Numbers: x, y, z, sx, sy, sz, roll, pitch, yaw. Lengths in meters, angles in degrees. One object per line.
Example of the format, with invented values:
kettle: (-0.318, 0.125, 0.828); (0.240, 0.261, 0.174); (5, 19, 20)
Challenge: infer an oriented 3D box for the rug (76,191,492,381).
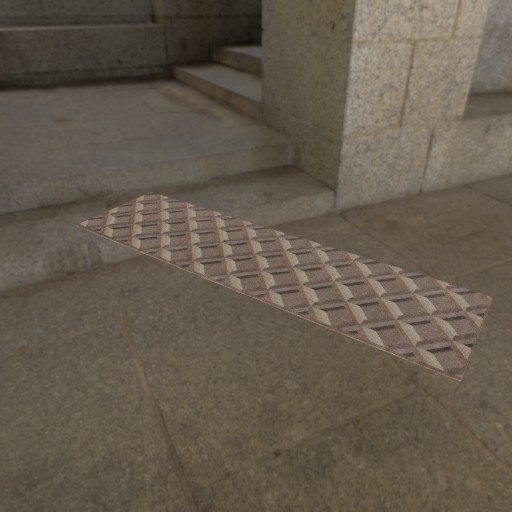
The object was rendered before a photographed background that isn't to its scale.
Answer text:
rug: (0.000, 0.000, 2.591); (2.437, 0.013, 0.685); (19, 36, 29)
